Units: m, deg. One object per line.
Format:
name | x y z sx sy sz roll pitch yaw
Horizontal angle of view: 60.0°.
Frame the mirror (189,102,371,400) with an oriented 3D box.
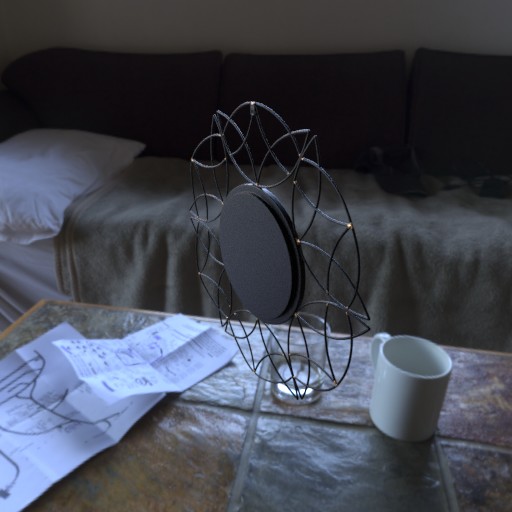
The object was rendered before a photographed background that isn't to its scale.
mirror | 0.000 0.000 1.173 0.028 0.775 0.797 -16 30 -31
